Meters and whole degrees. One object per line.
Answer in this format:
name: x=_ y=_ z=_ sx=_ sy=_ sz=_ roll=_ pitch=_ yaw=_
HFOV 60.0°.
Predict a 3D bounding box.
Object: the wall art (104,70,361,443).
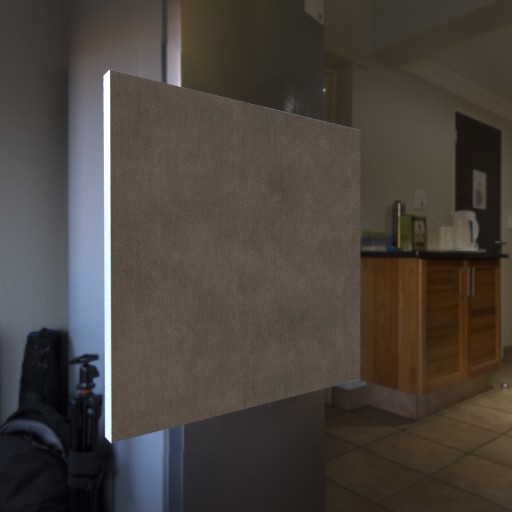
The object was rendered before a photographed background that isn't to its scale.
wall art: x=0.000 y=0.000 z=0.681 sx=0.455 sy=0.453 sz=0.023 roll=-1 pitch=1 yaw=-36
